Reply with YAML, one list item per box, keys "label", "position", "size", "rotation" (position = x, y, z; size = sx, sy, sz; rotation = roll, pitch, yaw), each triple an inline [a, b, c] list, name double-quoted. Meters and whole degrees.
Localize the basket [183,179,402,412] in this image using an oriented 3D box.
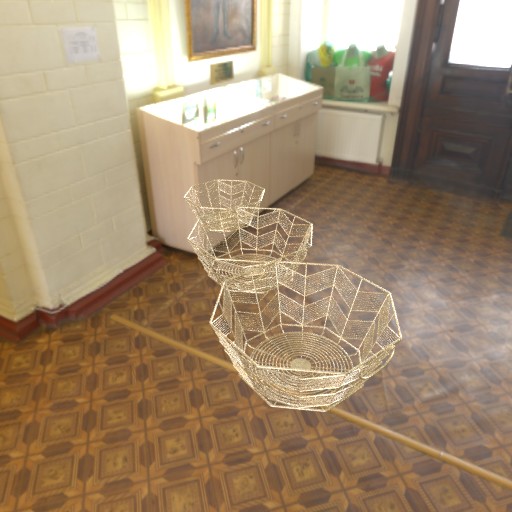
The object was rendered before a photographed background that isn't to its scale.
- label: "basket"
  position: [0.000, 0.000, 1.379]
  size: [0.432, 0.178, 1.246]
  rotation: [-8, 30, -13]
